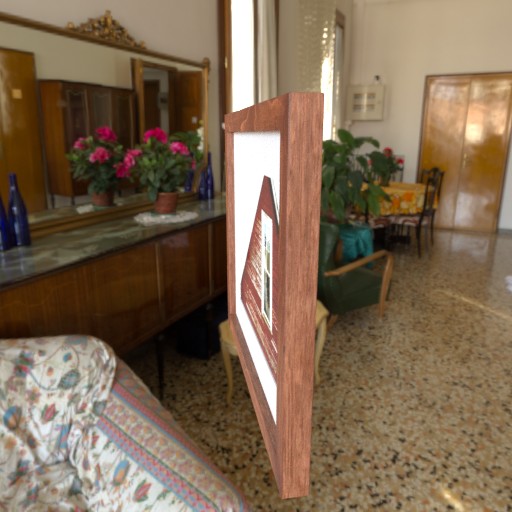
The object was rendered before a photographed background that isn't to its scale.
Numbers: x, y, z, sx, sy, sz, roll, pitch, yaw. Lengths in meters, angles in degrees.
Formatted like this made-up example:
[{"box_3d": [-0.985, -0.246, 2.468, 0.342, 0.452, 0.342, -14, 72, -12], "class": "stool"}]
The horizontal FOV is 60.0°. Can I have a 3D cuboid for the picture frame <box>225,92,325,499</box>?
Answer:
[{"box_3d": [0.000, 0.000, 0.521, 0.025, 0.330, 0.381, -3, 16, -10], "class": "picture frame"}]
